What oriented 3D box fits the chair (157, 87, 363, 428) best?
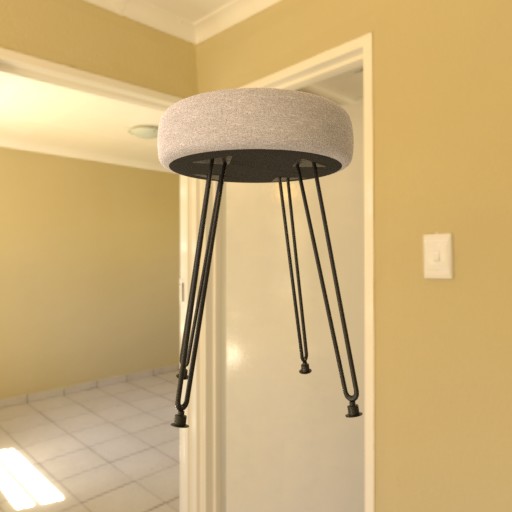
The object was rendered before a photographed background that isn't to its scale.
[{"bbox_3d":[0.000,0.000,0.699,0.350,0.440,0.350,0,0,36],"label":"chair"}]
